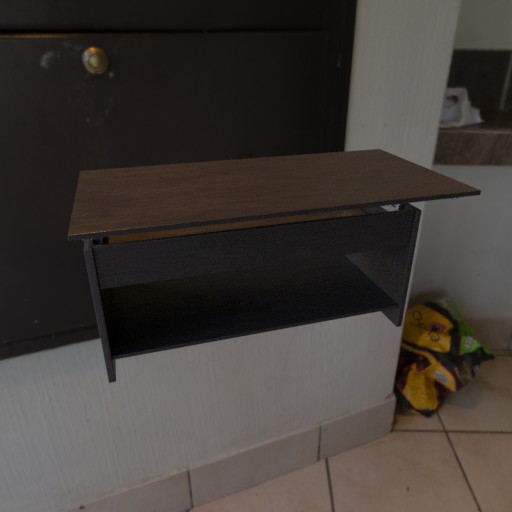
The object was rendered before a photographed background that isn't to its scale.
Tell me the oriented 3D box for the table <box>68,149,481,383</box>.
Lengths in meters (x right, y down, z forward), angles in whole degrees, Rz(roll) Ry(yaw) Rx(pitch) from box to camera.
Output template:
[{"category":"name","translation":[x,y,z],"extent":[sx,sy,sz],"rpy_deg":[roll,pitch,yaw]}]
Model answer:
[{"category":"table","translation":[0.000,0.000,1.444],"extent":[1.000,0.570,0.712],"rpy_deg":[-8,27,-15]}]
